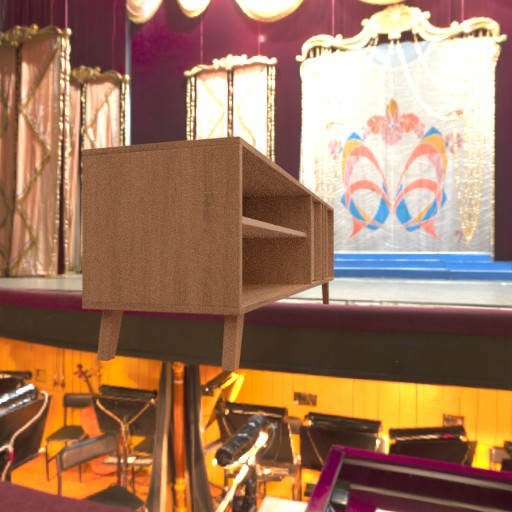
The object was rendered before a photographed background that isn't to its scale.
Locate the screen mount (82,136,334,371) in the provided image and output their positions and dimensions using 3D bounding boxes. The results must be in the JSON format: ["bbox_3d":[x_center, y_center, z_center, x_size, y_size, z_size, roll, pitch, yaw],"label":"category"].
[{"bbox_3d":[0.000,0.000,1.718,0.400,0.510,1.500,0,0,18],"label":"screen mount"}]
